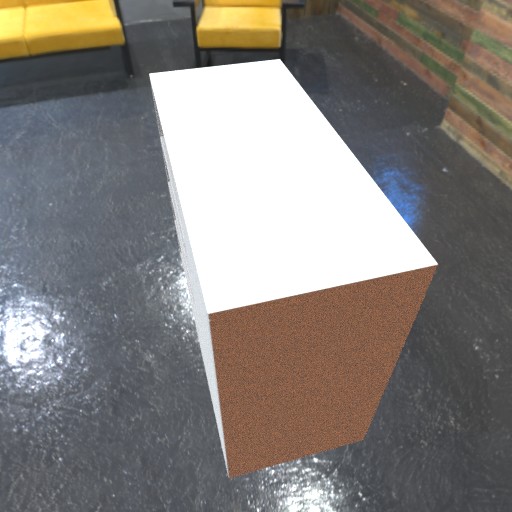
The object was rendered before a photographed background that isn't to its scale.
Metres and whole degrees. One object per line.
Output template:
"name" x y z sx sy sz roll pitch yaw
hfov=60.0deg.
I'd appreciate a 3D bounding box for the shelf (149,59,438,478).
"shelf" 0.000 0.000 1.275 0.396 0.732 0.895 -11 47 -11
